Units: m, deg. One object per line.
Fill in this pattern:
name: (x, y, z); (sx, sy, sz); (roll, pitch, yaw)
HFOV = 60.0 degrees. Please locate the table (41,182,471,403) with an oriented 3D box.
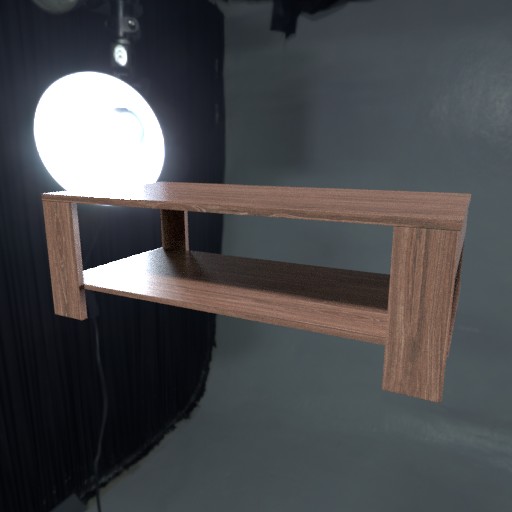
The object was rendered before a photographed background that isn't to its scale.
table: (0.000, 0.000, 1.430); (1.200, 0.400, 0.600); (7, 15, 26)
